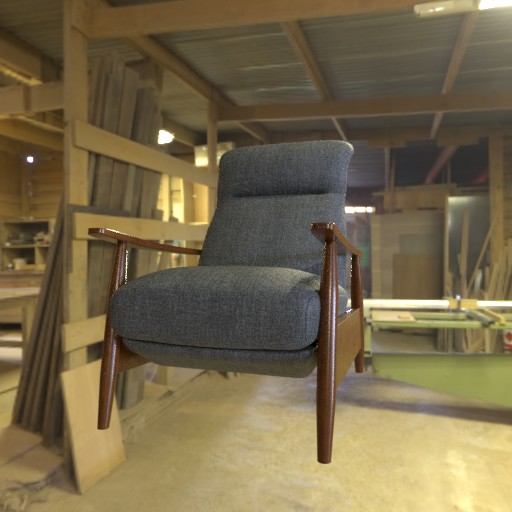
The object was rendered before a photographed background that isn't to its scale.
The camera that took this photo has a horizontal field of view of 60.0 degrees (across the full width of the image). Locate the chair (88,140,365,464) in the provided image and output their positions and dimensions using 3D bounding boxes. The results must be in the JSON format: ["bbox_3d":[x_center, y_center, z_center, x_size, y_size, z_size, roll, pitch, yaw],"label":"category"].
[{"bbox_3d":[0.000,0.000,1.731,0.762,1.082,1.030,0,0,19],"label":"chair"}]
